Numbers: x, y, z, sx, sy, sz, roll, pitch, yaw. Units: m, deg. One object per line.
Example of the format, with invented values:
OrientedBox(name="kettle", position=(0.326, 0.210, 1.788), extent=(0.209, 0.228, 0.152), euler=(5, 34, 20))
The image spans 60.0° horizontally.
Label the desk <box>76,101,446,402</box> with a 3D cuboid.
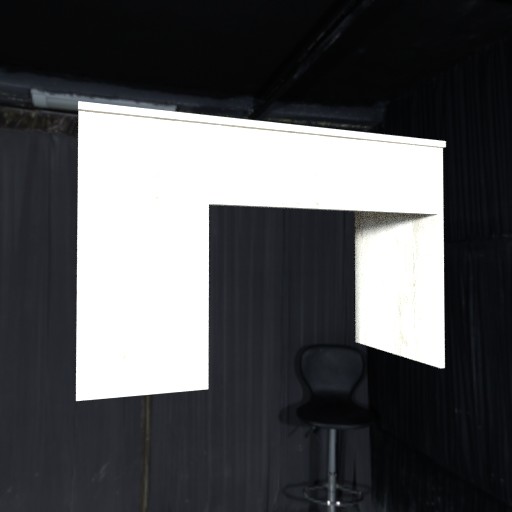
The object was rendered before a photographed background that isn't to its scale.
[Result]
OrientedBox(name="desk", position=(0.000, 0.000, 1.503), extent=(1.096, 0.730, 0.560), euler=(0, -1, -18))
